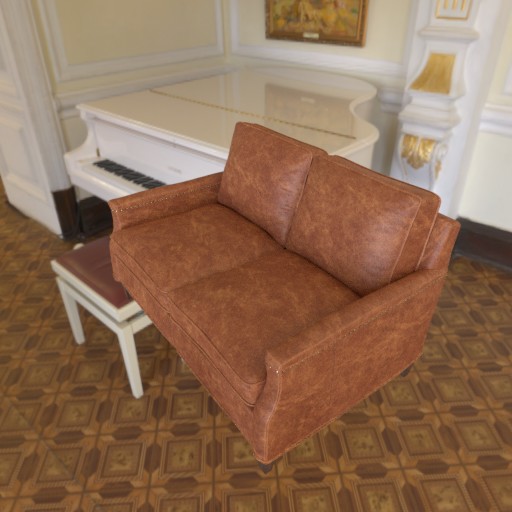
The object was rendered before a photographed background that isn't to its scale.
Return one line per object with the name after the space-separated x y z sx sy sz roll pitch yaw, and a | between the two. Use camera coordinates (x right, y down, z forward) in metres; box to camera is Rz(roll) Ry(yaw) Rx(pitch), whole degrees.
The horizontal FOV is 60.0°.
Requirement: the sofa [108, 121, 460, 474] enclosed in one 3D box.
0.000 0.000 2.308 1.084 1.003 1.597 -21 38 -30 | sofa
